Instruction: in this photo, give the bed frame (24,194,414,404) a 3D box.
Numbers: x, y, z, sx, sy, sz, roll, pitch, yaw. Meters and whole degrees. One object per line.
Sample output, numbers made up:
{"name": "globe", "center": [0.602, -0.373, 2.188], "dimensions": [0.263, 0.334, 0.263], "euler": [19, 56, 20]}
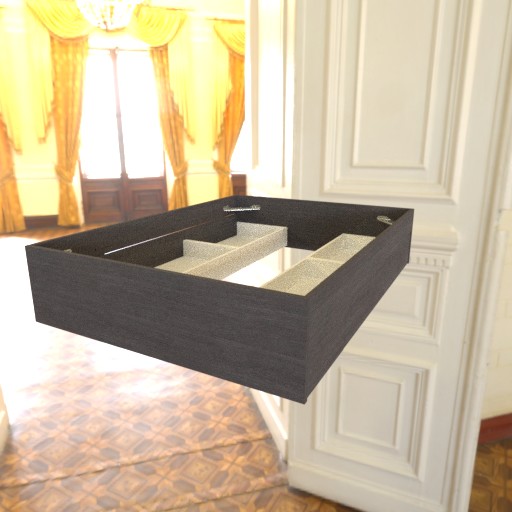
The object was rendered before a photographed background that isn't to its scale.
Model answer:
{"name": "bed frame", "center": [0.000, 0.000, 2.648], "dimensions": [1.448, 0.459, 1.944], "euler": [9, 18, 27]}
